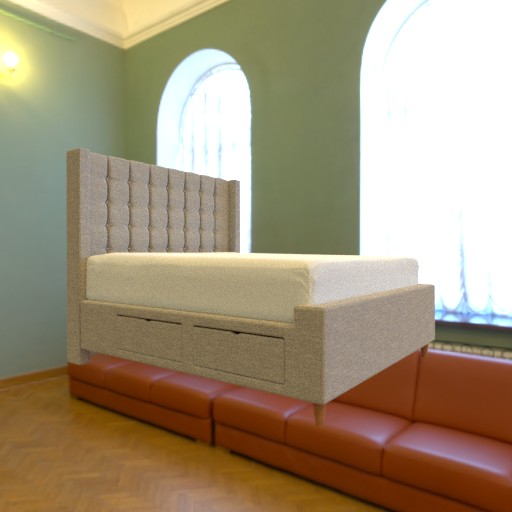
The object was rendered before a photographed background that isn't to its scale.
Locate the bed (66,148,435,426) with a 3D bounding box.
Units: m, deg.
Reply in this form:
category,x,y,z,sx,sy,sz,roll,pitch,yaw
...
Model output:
category,x,y,z,sx,sy,sz,roll,pitch,yaw
bed,0.000,0.000,3.740,2.372,1.748,2.044,0,1,37
